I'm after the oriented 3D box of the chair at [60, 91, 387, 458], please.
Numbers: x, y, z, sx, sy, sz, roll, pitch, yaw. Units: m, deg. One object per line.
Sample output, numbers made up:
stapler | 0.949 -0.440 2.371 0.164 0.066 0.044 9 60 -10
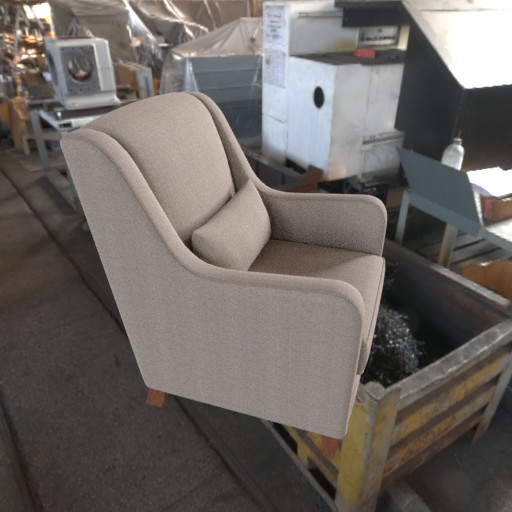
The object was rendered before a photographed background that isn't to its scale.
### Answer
chair | 0.000 0.000 1.585 0.890 1.017 0.715 10 32 17
